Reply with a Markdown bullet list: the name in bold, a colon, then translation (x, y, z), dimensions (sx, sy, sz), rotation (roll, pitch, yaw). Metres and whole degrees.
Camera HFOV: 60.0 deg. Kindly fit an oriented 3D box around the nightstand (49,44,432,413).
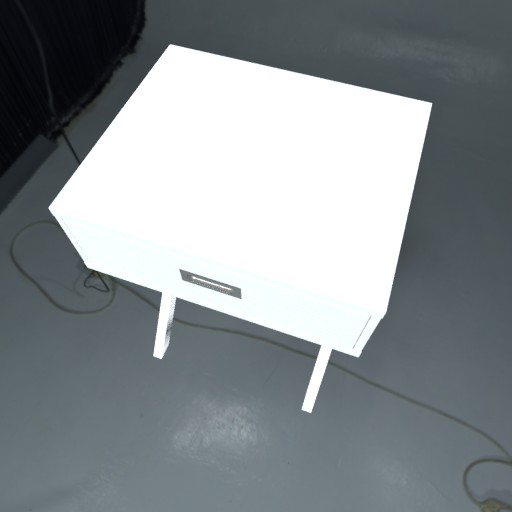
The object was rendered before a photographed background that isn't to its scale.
- **nightstand**: translation (0.000, 0.000, 0.946), dimensions (0.479, 0.623, 0.402), rotation (17, 60, 10)
